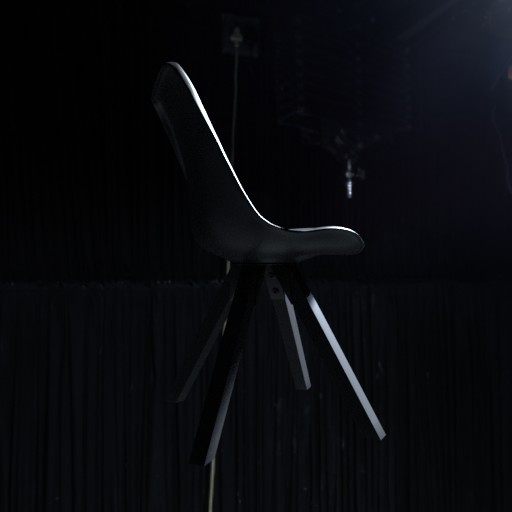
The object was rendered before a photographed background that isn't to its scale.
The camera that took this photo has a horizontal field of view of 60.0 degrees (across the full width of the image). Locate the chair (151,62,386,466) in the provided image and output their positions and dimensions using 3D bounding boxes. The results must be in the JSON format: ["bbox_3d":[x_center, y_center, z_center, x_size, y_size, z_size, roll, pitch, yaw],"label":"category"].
[{"bbox_3d":[0.000,0.000,1.158,0.530,0.850,0.485,0,0,-18],"label":"chair"}]
